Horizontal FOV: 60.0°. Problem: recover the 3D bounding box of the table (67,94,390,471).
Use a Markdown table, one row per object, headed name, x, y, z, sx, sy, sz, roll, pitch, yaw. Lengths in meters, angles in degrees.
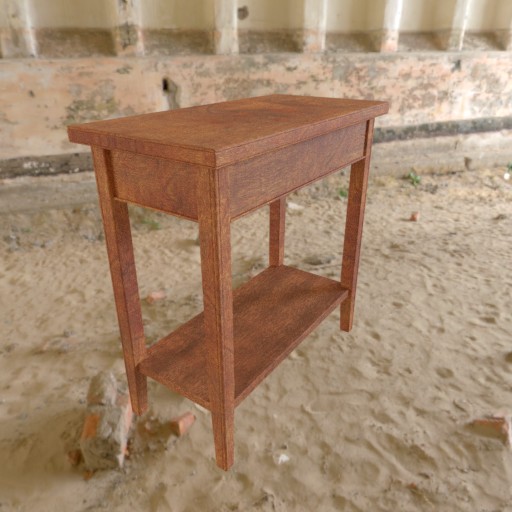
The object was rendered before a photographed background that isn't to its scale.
| name | x | y | z | sx | sy | sz | roll | pitch | yaw |
| --- | --- | --- | --- | --- | --- | --- | --- | --- | --- |
| table | 0.000 | 0.000 | 0.976 | 0.305 | 0.610 | 0.610 | 17 | 30 | 31 |
